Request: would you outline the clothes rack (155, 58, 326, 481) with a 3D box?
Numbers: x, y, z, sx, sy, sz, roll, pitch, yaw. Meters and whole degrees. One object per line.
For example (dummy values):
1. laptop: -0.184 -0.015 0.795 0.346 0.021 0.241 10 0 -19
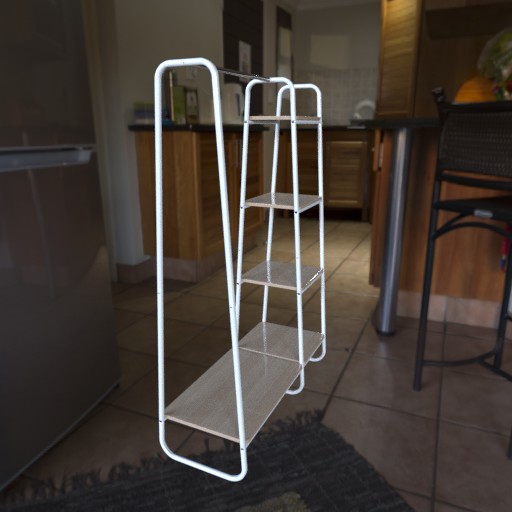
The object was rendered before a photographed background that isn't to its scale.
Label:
1. clothes rack: 0.000 0.000 1.972 0.400 1.500 1.011 8 18 24
